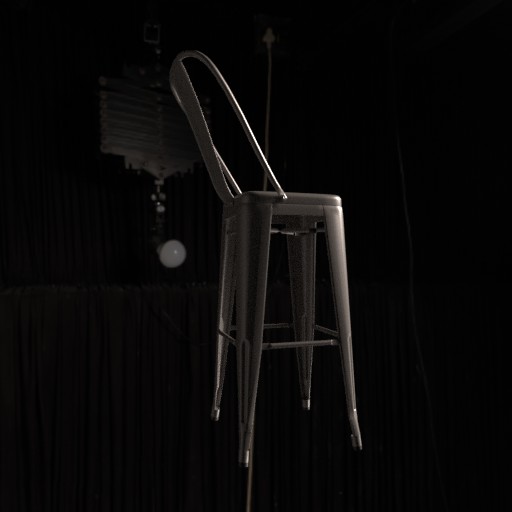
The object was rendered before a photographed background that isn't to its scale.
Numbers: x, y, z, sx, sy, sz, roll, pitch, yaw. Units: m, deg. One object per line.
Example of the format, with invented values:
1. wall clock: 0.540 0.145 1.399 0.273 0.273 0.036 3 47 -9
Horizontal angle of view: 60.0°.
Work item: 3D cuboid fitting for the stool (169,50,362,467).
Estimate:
1. stool: 0.000 0.000 1.348 0.513 1.096 0.399 0 0 -17
